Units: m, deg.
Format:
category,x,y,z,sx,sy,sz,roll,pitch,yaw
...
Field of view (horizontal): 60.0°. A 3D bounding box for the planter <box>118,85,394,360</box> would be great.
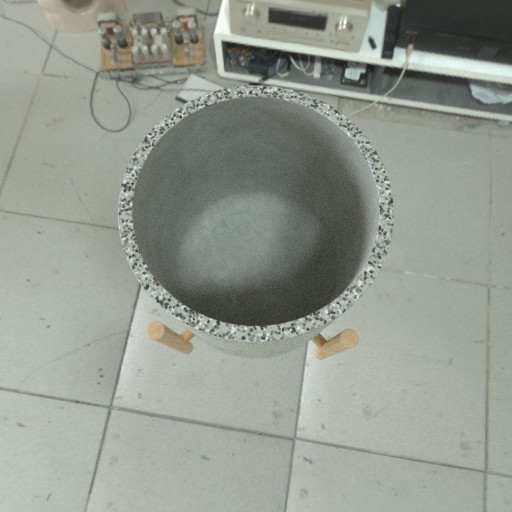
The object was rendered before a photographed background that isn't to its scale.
category,x,y,z,sx,sy,sz,roll,pitch,yaw
planter,0.000,0.000,0.689,0.360,0.419,0.360,-19,75,-6
